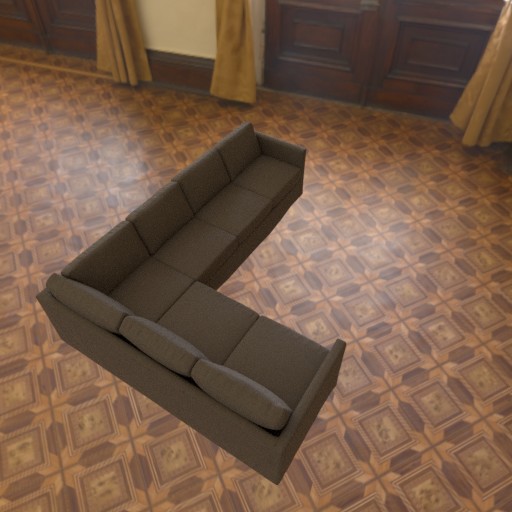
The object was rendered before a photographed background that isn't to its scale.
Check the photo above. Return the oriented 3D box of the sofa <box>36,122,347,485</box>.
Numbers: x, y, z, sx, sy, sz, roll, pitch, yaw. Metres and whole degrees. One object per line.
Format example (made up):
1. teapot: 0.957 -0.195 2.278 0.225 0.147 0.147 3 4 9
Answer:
1. sofa: 0.000 0.000 4.379 2.432 0.871 3.182 25 52 21
